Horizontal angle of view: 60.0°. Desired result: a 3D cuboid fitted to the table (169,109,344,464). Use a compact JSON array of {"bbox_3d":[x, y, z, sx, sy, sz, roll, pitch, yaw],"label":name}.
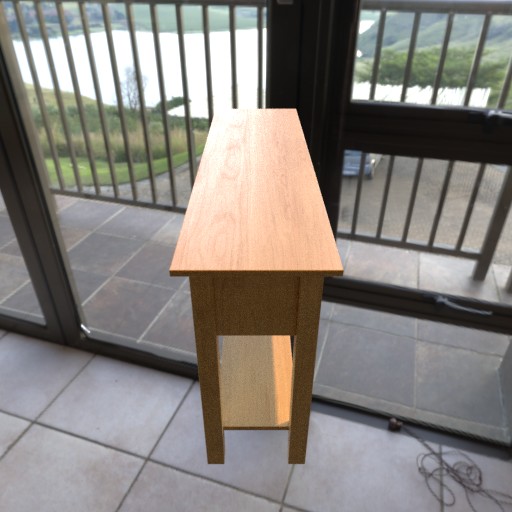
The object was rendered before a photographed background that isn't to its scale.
[{"bbox_3d":[0.000,0.000,1.605,0.350,0.730,1.240,0,33,0],"label":"table"}]
